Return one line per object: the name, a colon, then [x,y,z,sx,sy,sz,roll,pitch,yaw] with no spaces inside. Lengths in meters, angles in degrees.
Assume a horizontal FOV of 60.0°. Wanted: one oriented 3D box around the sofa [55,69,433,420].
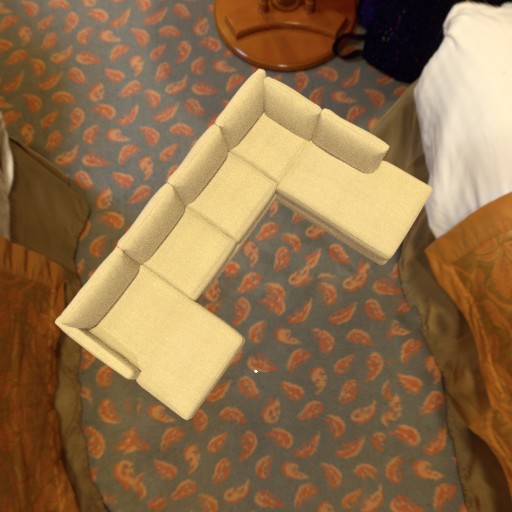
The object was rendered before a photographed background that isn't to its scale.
sofa: [0.000,0.000,3.669,1.879,0.756,2.737,34,78,8]
